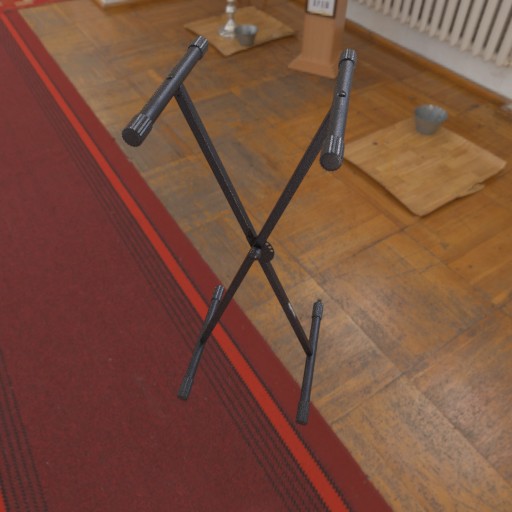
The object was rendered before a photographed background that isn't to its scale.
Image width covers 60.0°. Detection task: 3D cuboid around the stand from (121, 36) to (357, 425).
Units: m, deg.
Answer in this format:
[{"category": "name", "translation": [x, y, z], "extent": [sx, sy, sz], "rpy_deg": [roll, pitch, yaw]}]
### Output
[{"category": "stand", "translation": [0.000, 0.000, 1.168], "extent": [0.409, 0.940, 0.449], "rpy_deg": [9, 47, 8]}]
